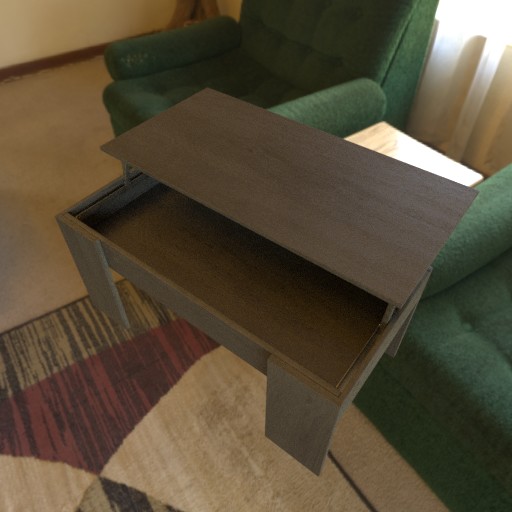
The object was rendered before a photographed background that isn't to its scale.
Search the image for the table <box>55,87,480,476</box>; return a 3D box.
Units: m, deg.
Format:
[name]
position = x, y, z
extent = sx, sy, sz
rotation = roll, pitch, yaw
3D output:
[table]
position = 0.000, 0.000, 1.436
extent = 1.000, 0.570, 0.711
rotation = 29, 53, 25
